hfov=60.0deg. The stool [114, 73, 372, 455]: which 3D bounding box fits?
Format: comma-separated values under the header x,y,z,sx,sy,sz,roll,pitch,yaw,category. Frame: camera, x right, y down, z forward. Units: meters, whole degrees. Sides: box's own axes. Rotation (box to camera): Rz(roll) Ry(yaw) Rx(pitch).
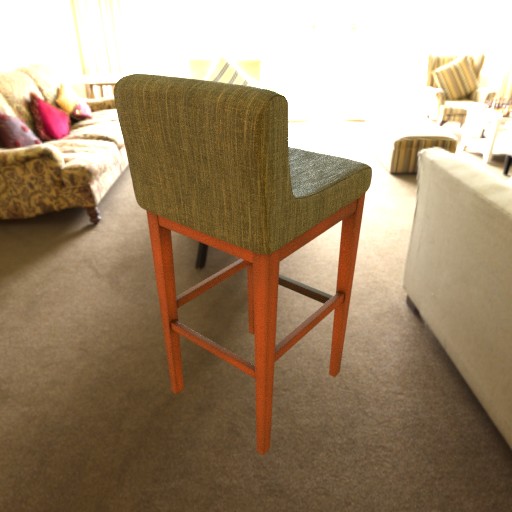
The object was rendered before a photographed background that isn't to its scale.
x,y,z,sx,sy,sz,roll,pitch,yaw,category
0.000,0.000,1.241,0.426,0.965,0.499,21,35,34,stool
